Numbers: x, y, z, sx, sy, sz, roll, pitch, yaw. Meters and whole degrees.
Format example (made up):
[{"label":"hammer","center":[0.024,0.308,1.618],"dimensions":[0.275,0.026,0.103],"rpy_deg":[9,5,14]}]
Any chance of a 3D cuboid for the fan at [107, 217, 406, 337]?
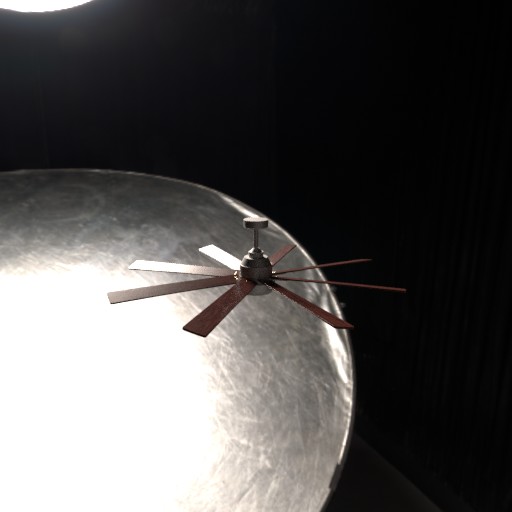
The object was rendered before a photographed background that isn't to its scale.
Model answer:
[{"label":"fan","center":[0.000,0.000,2.815],"dimensions":[1.830,0.472,1.830],"rpy_deg":[-7,16,-26]}]
